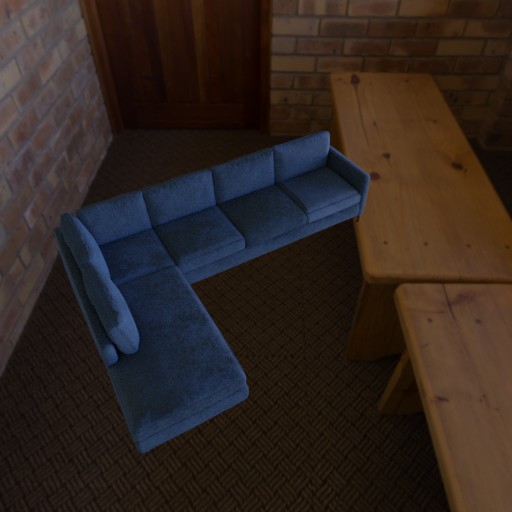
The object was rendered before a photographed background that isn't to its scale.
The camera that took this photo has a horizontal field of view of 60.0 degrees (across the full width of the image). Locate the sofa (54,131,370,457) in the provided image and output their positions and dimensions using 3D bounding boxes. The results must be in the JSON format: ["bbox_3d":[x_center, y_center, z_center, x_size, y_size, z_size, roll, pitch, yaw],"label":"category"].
[{"bbox_3d":[0.000,0.000,3.867,2.949,0.815,2.007,-23,49,-21],"label":"sofa"}]
